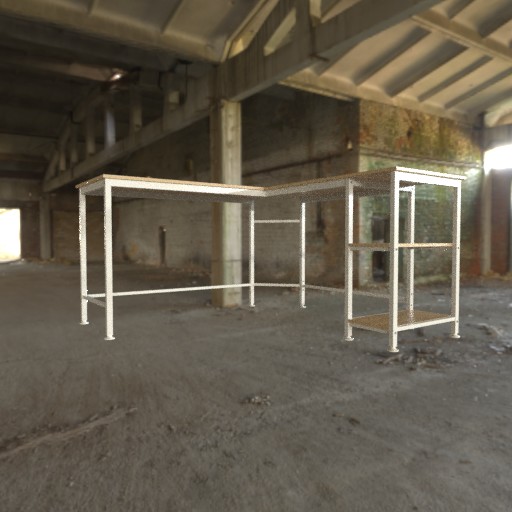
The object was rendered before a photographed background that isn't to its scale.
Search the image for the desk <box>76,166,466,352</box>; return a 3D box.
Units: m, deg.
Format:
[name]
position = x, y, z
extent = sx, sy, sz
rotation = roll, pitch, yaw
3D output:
[desk]
position = 0.000, 0.000, 2.207
extent = 1.379, 0.739, 1.379
rotation = -2, 3, -35
